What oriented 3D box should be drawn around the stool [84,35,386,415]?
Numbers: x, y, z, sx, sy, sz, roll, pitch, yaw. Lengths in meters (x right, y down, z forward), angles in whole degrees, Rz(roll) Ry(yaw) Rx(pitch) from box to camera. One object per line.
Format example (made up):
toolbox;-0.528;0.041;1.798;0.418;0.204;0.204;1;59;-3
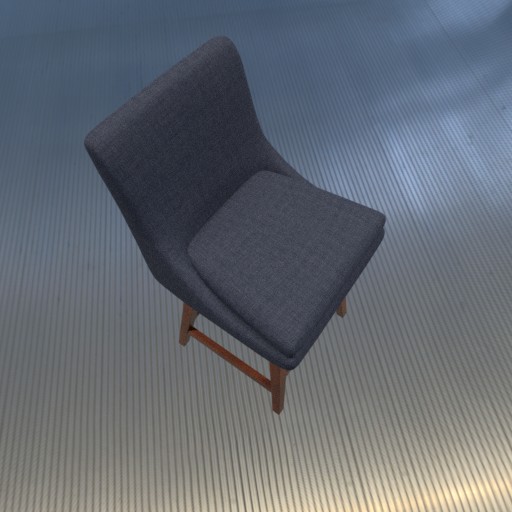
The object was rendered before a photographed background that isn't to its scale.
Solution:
stool;0.000;0.000;1.194;0.524;0.895;0.467;31;63;18
